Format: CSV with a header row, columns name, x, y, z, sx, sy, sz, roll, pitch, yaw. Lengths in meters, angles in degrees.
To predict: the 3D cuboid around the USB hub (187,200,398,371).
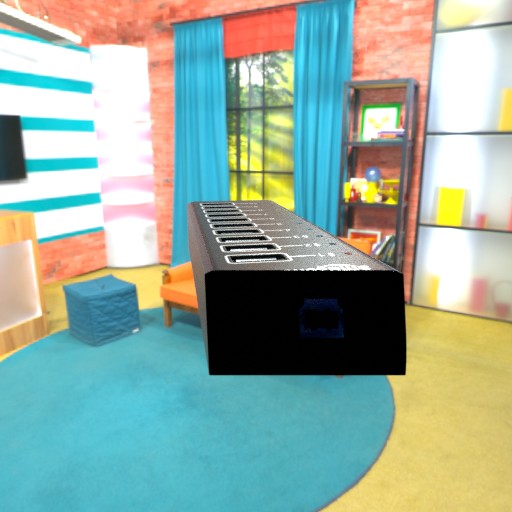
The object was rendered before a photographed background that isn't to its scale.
name,x,y,z,sx,sy,sz,roll,pitch,yaw
USB hub,0.000,0.000,0.160,0.044,0.023,0.145,-3,14,-10
